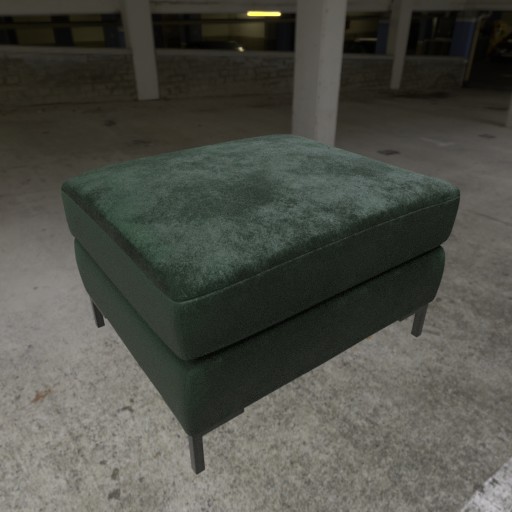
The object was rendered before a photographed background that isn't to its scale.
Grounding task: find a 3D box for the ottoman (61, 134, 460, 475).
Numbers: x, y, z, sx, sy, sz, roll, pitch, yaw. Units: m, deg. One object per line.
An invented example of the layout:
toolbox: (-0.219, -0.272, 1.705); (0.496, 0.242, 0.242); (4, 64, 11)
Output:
ottoman: (0.000, 0.000, 1.272); (0.839, 0.538, 0.701); (-20, 35, -31)
